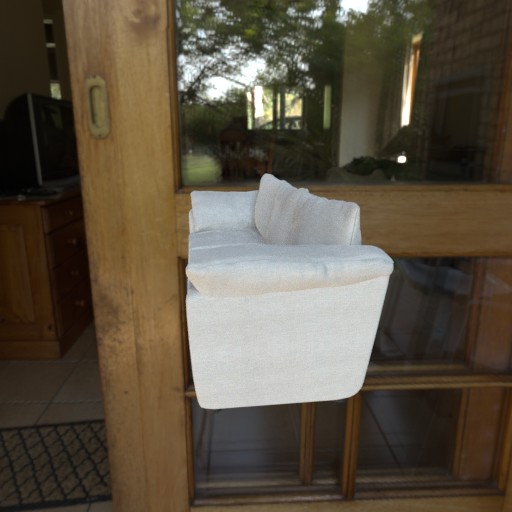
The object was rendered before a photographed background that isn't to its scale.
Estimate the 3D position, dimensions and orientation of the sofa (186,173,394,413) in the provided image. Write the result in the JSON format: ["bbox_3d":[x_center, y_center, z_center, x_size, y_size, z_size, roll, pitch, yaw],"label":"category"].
[{"bbox_3d":[0.000,0.000,2.913,0.893,0.981,2.377,-2,15,-8],"label":"sofa"}]
